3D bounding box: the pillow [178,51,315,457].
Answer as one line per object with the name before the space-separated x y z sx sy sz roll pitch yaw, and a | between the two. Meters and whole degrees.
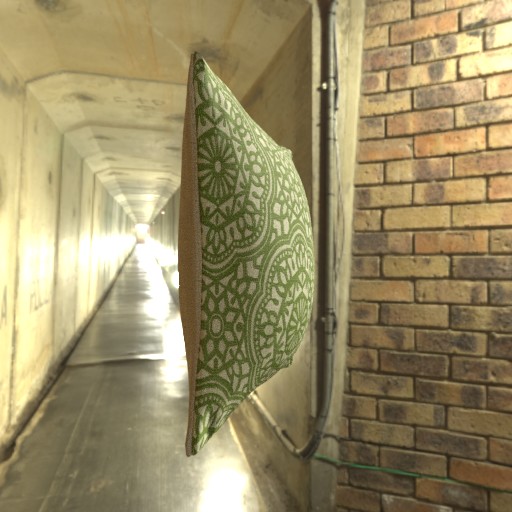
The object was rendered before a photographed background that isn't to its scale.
pillow | 0.000 0.000 0.661 0.162 0.419 0.440 0 -1 17
